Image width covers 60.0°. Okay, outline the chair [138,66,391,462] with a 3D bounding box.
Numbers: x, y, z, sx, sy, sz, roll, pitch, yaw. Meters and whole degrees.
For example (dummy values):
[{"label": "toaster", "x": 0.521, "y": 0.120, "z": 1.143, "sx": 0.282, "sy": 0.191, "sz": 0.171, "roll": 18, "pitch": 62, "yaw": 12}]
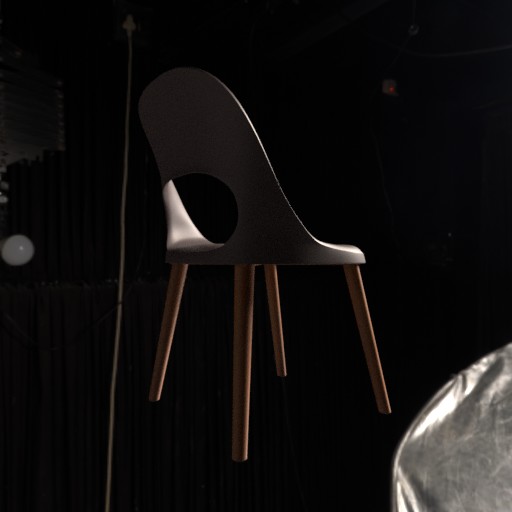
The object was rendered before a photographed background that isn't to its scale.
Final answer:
[{"label": "chair", "x": 0.000, "y": 0.000, "z": 1.150, "sx": 0.556, "sy": 0.794, "sz": 0.470, "roll": 0, "pitch": 0, "yaw": -35}]
